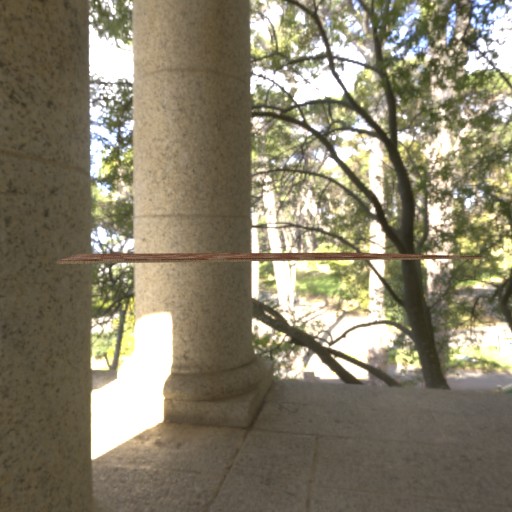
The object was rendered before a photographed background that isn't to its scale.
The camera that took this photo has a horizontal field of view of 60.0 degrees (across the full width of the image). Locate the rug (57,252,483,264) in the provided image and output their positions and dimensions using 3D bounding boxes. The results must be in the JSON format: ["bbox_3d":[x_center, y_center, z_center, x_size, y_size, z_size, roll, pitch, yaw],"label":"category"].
[{"bbox_3d":[0.000,0.000,2.965,2.286,0.016,1.555,0,1,-18],"label":"rug"}]
